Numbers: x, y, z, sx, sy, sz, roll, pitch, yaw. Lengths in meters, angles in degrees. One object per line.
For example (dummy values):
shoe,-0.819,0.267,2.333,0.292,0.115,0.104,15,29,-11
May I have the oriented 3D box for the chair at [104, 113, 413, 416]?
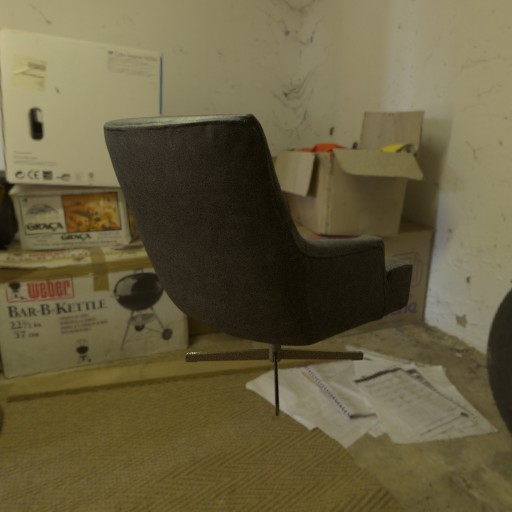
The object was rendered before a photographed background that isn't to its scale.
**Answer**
chair,0.000,0.000,1.498,0.874,0.870,0.738,-14,20,-42
